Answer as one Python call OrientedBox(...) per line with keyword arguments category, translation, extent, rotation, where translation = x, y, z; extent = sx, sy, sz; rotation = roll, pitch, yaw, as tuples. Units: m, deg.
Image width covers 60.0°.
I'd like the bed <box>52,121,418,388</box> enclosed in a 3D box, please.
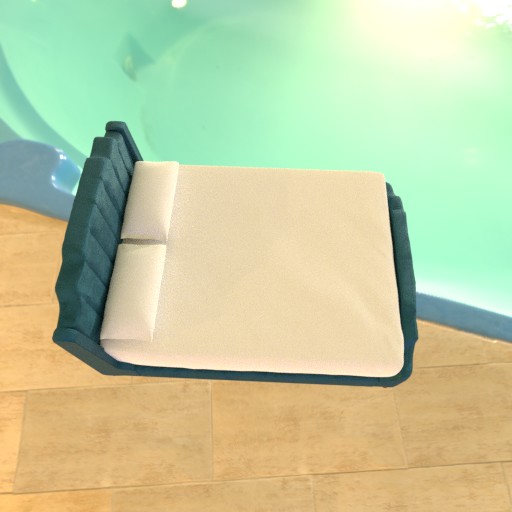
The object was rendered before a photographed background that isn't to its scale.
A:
OrientedBox(category="bed", translation=(0.000, 0.000, 3.333), extent=(2.322, 1.338, 1.678), rotation=(2, 64, 1))
